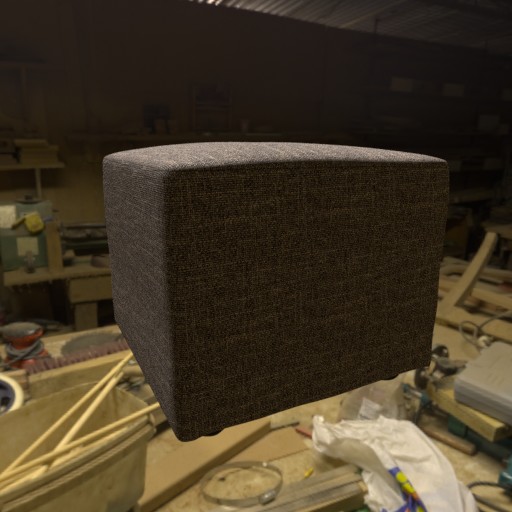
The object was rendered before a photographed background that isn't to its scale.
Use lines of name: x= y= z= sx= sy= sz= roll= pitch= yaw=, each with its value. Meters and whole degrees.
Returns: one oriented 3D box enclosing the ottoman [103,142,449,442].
ottoman: x=0.000 y=0.000 z=0.911 sx=0.512 sy=0.453 sz=0.521 roll=-7 pitch=16 yaw=-26
